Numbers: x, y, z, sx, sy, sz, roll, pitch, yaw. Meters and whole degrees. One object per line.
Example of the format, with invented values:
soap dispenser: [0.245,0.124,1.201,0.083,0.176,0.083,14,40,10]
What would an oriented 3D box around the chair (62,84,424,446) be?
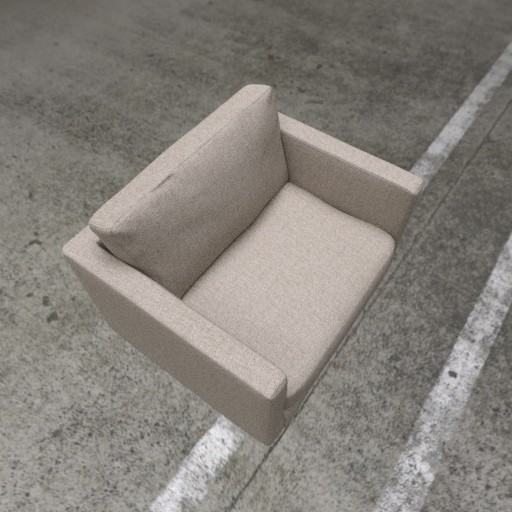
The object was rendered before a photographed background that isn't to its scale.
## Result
chair: [0.000,0.000,1.886,0.959,0.961,1.107,31,61,19]
